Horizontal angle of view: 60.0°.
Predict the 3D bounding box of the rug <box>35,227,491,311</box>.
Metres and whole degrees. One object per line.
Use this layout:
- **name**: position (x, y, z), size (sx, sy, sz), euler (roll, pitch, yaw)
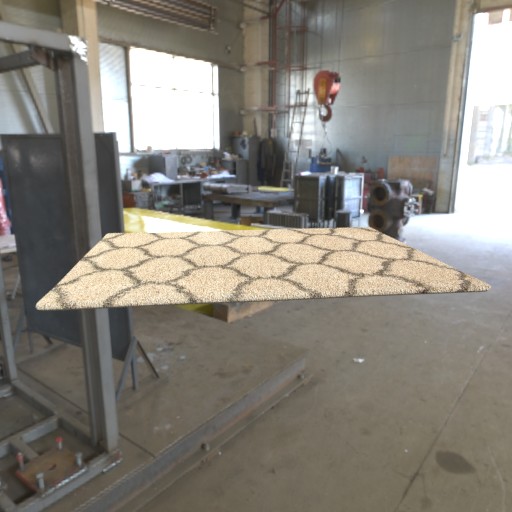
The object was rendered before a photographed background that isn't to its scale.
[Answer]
- **rug**: position (0.000, 0.000, 2.107), size (1.600, 0.025, 1.200), euler (-2, 14, -7)
